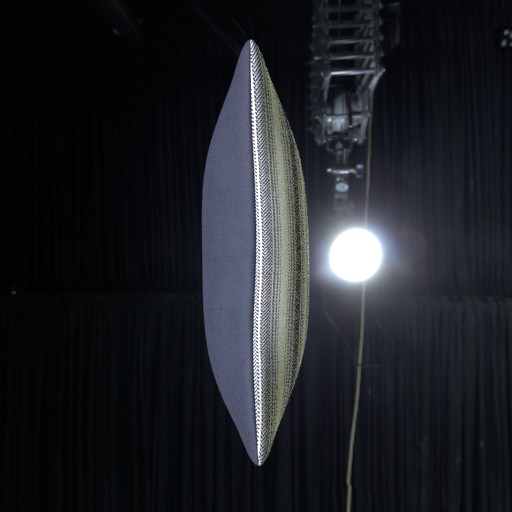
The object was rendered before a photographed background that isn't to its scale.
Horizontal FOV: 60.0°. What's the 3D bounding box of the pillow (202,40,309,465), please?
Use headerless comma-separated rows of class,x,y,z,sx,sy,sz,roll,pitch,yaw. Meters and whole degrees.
pillow,0.000,0.000,0.780,0.166,0.508,0.520,0,-1,0
